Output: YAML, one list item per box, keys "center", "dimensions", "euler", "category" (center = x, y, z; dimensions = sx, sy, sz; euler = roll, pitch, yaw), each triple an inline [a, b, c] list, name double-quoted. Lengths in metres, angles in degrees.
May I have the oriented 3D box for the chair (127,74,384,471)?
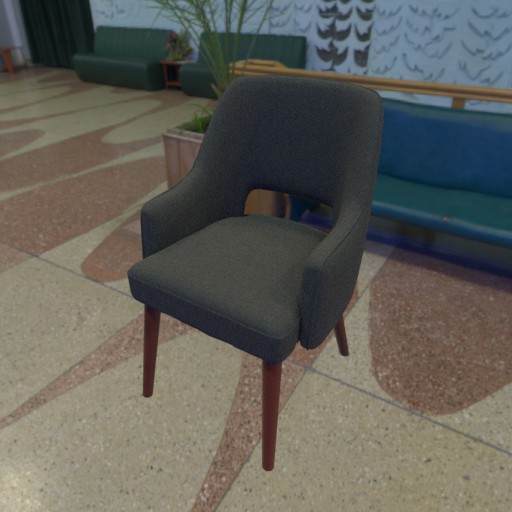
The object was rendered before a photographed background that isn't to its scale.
- center: [0.000, 0.000, 1.199]
  dimensions: [0.559, 0.838, 0.560]
  euler: [19, 36, 28]
  category: "chair"
